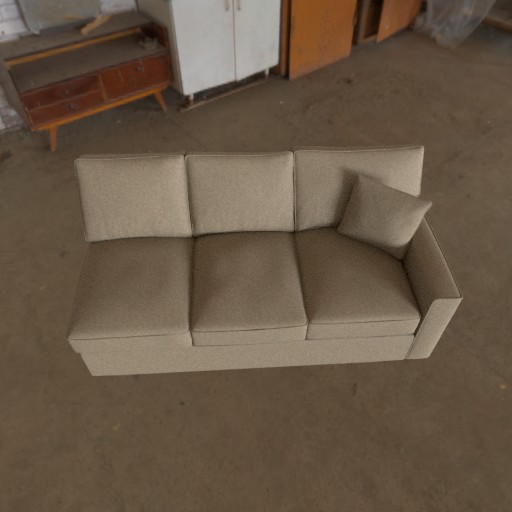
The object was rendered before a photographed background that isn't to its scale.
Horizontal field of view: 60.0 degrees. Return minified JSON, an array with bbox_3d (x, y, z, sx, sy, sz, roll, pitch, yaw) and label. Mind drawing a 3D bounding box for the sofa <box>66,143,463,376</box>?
[{"bbox_3d":[0.000,0.000,2.546,1.963,0.946,1.034,-2,48,-2],"label":"sofa"}]
